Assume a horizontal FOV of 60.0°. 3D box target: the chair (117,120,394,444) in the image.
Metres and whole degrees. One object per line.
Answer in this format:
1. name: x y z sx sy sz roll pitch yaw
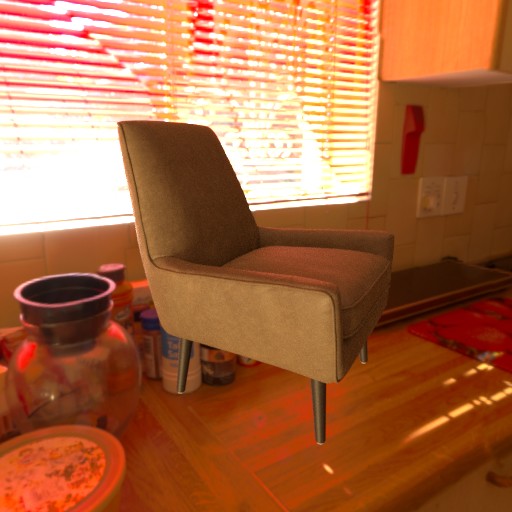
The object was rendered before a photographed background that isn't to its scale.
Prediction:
1. chair: 0.000 0.000 1.507 0.824 0.888 0.787 7 16 25
